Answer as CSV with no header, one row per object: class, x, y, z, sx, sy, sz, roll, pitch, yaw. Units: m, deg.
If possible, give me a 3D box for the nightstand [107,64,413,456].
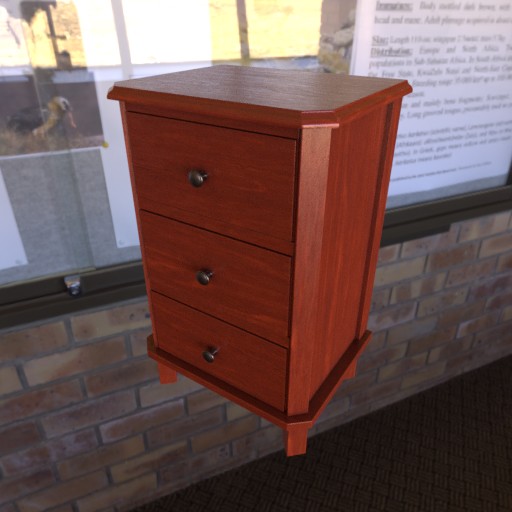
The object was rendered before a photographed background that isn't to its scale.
nightstand,0.000,0.000,0.924,0.435,0.681,0.351,18,34,29
